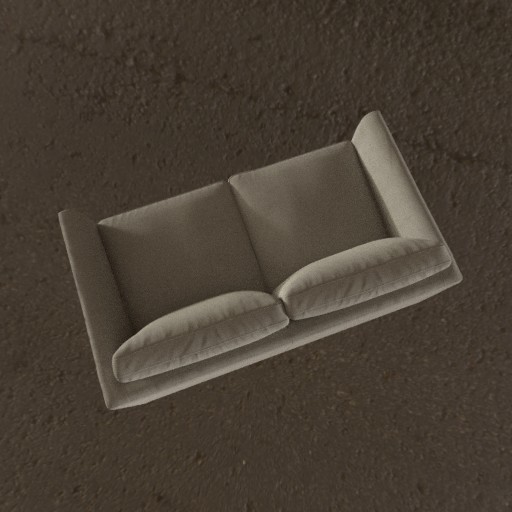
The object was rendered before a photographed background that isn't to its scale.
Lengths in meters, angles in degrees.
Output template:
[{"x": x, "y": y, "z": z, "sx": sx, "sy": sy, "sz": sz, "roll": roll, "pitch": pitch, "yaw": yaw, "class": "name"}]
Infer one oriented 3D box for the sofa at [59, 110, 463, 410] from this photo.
[{"x": 0.000, "y": 0.000, "z": 2.544, "sx": 1.905, "sy": 0.839, "sz": 1.091, "roll": -19, "pitch": 75, "yaw": -5, "class": "sofa"}]
